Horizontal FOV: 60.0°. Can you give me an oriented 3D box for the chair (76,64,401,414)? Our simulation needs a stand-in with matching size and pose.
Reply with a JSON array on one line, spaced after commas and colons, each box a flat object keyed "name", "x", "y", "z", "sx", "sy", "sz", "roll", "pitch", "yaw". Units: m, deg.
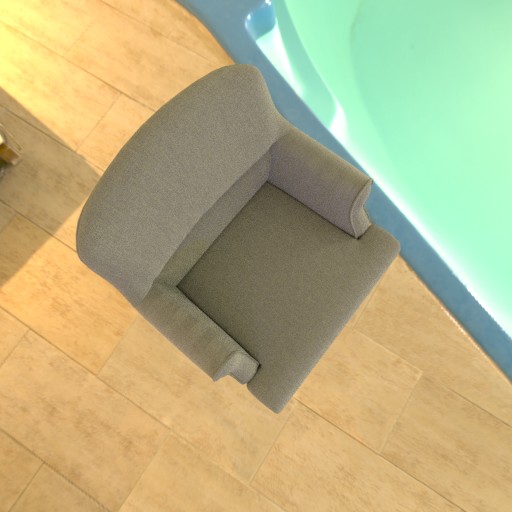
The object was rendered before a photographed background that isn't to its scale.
[{"name": "chair", "x": 0.000, "y": 0.000, "z": 1.481, "sx": 0.755, "sy": 0.880, "sz": 0.772, "roll": 38, "pitch": 79, "yaw": 9}]
